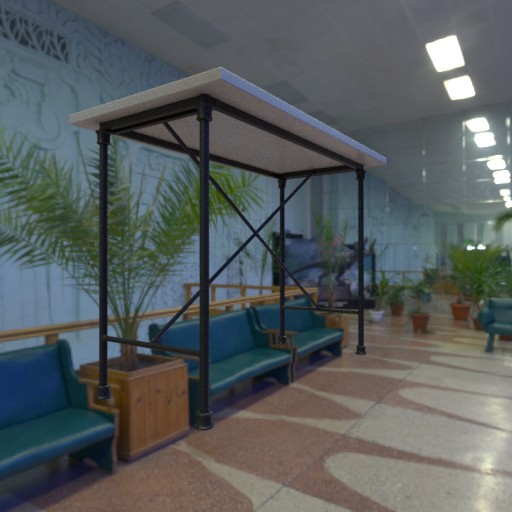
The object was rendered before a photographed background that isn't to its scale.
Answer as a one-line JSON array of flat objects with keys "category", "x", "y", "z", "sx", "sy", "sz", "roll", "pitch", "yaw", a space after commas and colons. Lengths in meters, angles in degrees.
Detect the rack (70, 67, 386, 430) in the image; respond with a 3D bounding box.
[{"category": "rack", "x": 0.000, "y": 0.000, "z": 1.682, "sx": 0.613, "sy": 0.880, "sz": 1.159, "roll": 0, "pitch": 0, "yaw": 35}]
